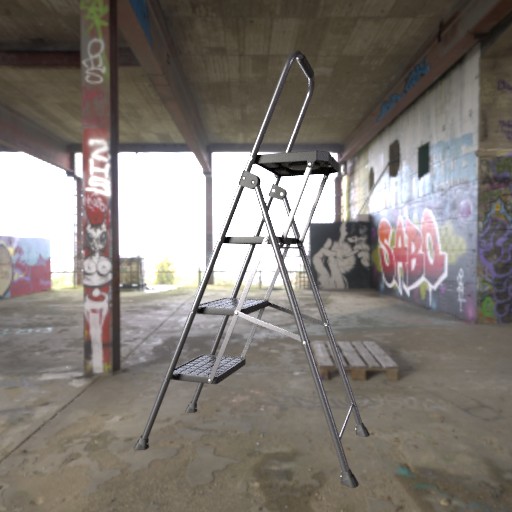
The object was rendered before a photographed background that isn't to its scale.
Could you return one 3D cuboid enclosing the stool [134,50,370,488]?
[{"bbox_3d":[0.000,0.000,1.521,0.733,1.277,0.396,0,1,19],"label":"stool"}]
